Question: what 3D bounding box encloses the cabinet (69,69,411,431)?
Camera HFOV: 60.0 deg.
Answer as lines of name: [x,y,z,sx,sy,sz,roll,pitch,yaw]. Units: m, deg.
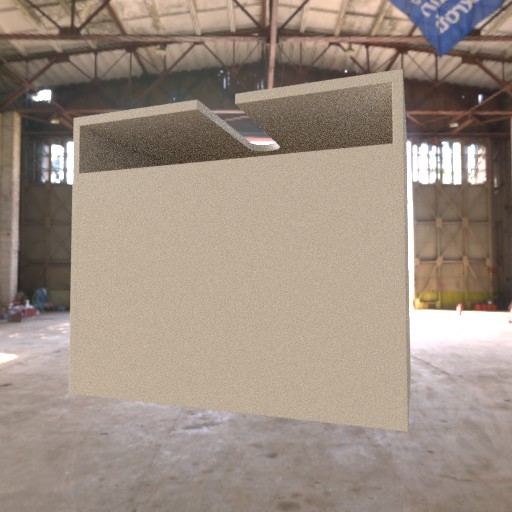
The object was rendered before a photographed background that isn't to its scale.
cabinet: [0.000,0.000,0.925,0.600,0.522,0.400,-1,-3,20]
